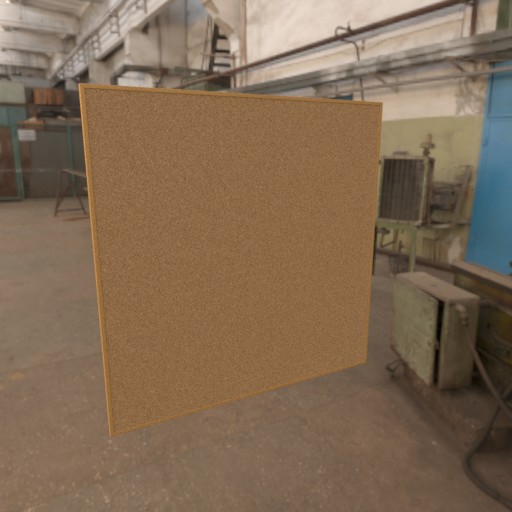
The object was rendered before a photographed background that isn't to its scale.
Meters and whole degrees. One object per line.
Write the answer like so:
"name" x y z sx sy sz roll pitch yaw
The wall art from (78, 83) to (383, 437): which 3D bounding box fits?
"wall art" 0.000 0.000 0.953 0.657 0.655 0.014 -7 15 -27
